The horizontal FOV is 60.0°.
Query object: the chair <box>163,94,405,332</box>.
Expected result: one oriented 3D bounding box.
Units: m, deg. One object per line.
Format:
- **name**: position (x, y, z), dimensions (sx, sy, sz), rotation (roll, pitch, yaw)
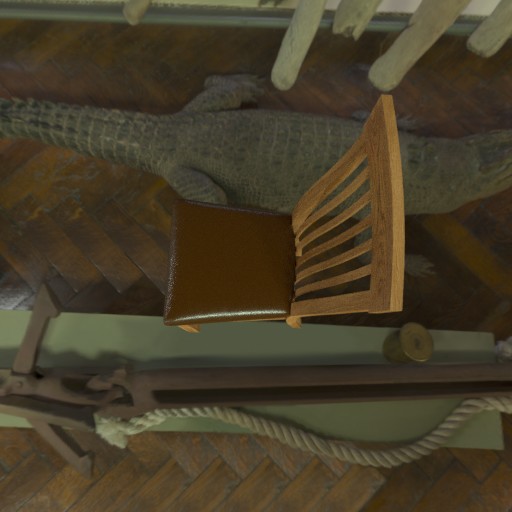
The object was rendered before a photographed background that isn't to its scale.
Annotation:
- **chair**: position (0.000, 0.000, 1.380), dimensions (0.580, 1.050, 0.450), rotation (2, 76, 0)
